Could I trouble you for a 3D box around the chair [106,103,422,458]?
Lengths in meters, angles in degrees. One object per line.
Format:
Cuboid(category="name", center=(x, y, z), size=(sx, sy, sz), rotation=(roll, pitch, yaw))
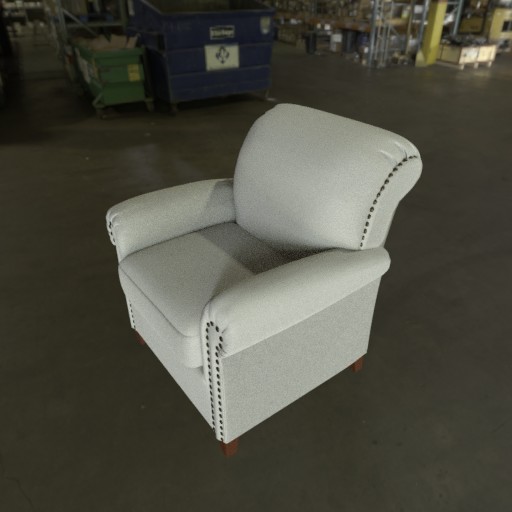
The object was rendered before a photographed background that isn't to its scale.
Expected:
Cuboid(category="chair", center=(0.000, 0.000, 1.638), size=(0.890, 0.927, 0.854), rotation=(-22, 38, -31))
